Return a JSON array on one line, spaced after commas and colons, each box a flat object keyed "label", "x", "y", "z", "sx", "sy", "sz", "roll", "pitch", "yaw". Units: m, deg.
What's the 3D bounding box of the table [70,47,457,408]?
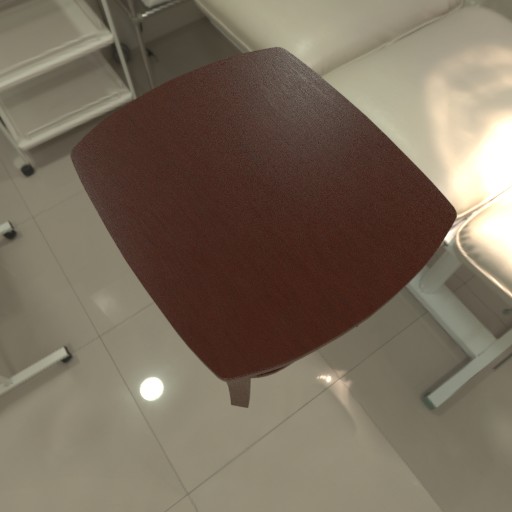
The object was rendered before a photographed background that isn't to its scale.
[{"label": "table", "x": 0.000, "y": 0.000, "z": 0.870, "sx": 0.433, "sy": 0.496, "sz": 0.502, "roll": -32, "pitch": 68, "yaw": -15}]
